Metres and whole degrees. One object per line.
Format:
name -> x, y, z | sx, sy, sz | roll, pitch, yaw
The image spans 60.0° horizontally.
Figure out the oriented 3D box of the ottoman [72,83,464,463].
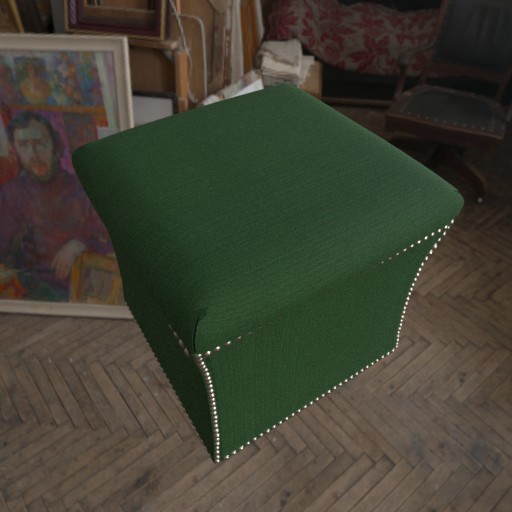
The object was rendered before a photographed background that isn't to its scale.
ottoman -> 0.000, 0.000, 0.887 | 0.507, 0.475, 0.497 | -25, 51, -22
